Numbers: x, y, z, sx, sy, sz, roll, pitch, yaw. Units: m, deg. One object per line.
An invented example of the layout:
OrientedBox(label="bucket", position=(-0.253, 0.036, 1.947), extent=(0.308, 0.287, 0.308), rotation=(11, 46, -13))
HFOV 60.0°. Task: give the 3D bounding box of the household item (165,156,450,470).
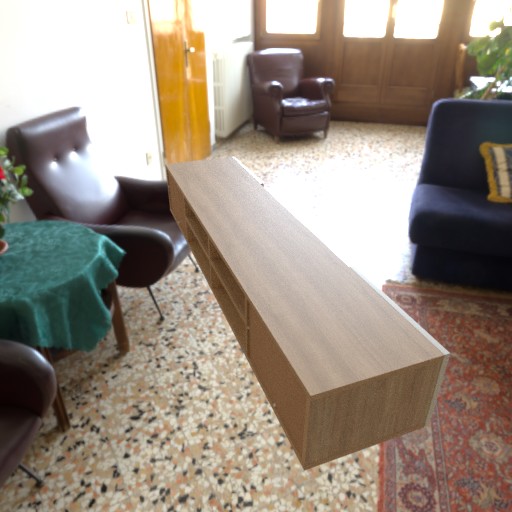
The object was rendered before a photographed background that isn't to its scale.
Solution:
OrientedBox(label="household item", position=(0.000, 0.000, 1.957), extent=(0.420, 0.310, 1.850), rotation=(-11, 32, -18))
